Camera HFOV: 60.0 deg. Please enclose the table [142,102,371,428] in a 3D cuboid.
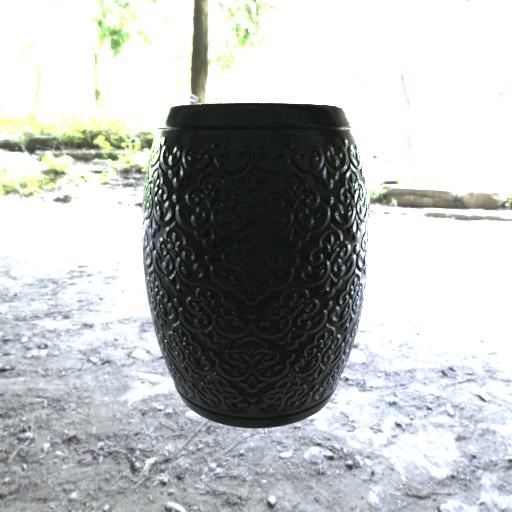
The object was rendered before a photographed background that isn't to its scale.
[{"bbox_3d":[0.000,0.000,0.623,0.309,0.397,0.309,0,16,0],"label":"table"}]
